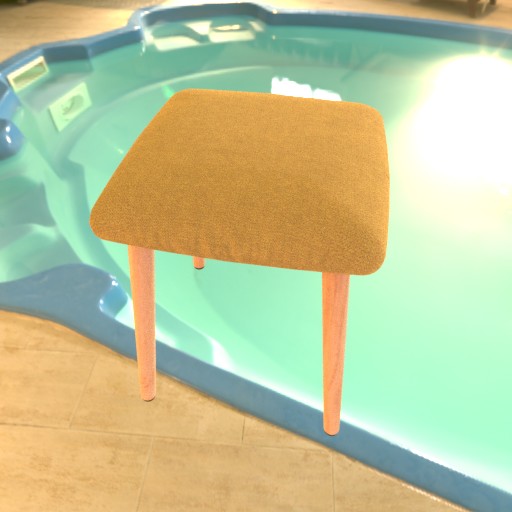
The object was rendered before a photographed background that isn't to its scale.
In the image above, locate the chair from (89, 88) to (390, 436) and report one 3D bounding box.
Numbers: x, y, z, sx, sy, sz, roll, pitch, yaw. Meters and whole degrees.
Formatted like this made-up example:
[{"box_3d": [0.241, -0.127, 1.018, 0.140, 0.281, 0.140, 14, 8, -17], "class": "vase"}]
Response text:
[{"box_3d": [0.000, 0.000, 0.717, 0.350, 0.440, 0.350, 8, 46, 8], "class": "chair"}]
